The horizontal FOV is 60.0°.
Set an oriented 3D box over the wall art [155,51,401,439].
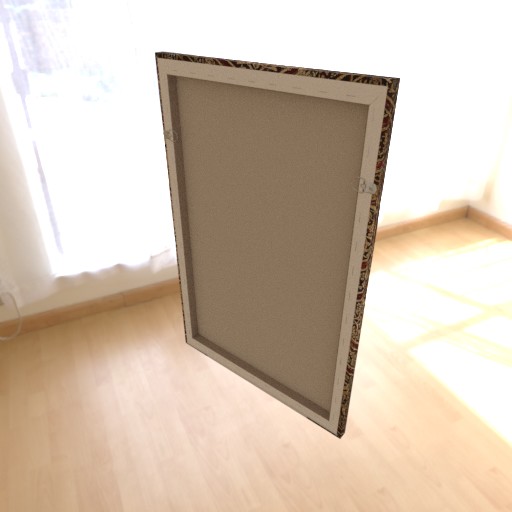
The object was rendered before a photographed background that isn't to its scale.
[{"bbox_3d":[0.000,0.000,0.744,0.397,0.599,0.020,23,38,33],"label":"wall art"}]
